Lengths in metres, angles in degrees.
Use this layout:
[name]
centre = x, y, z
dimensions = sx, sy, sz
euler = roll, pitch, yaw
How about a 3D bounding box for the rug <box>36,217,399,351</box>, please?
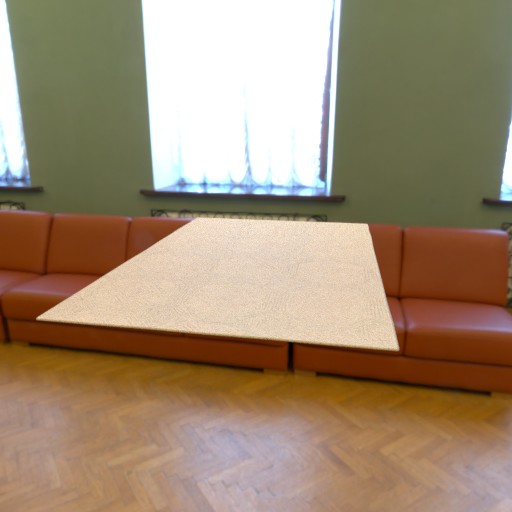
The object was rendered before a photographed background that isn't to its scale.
[rug]
centre = 0.000, 0.000, 2.312
dimensions = 1.236, 0.009, 1.839
euler = 3, 17, 10
